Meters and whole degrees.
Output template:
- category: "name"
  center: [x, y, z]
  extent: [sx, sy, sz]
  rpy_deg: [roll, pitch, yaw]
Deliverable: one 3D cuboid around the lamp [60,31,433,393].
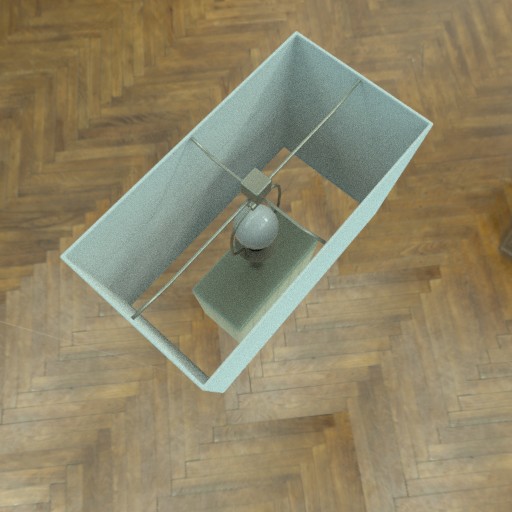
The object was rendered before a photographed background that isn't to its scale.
- category: "lamp"
  center: [0.000, 0.000, 0.706]
  extent: [0.200, 0.515, 0.380]
  rpy_deg: [39, 76, 11]
